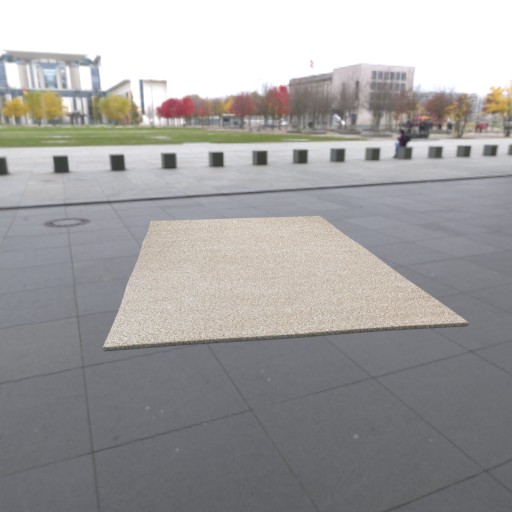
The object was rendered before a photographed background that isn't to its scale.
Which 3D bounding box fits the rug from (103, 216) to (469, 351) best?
[{"bbox_3d":[0.000,0.000,3.414,1.800,0.025,2.699,-2,17,-8],"label":"rug"}]
